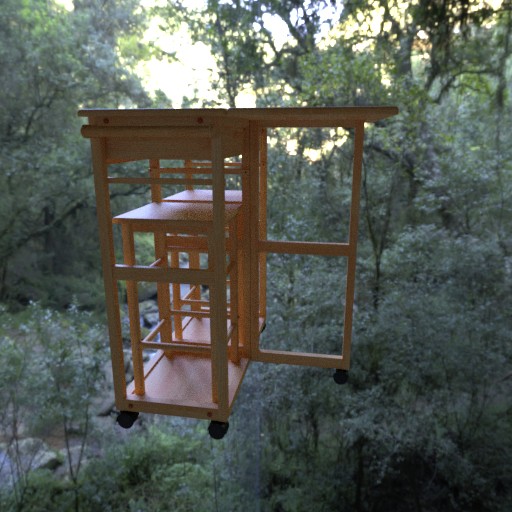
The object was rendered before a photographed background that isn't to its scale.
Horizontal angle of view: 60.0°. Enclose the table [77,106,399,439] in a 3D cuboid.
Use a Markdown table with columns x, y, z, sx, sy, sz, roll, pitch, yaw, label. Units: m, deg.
| x | y | z | sx | sy | sz | roll | pitch | yaw | label |
| --- | --- | --- | --- | --- | --- | --- | --- | --- | --- |
| 0.000 | 0.000 | 1.365 | 0.693 | 0.832 | 0.752 | 3 | 16 | 10 | table |
